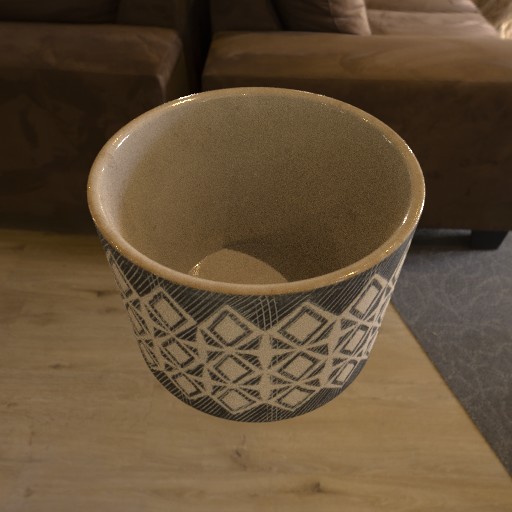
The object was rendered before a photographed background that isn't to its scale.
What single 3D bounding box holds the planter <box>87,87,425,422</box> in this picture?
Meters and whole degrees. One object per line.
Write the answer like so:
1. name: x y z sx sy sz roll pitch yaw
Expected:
1. planter: 0.000 0.000 0.209 0.126 0.104 0.126 0 47 0
